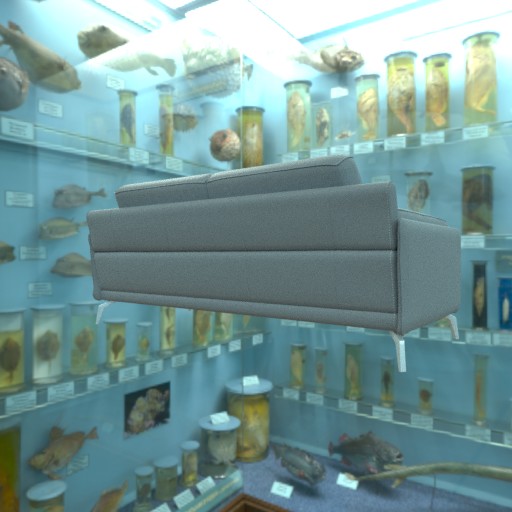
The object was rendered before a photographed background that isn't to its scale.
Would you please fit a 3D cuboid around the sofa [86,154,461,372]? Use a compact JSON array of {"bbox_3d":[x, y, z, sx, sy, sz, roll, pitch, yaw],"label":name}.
[{"bbox_3d":[0.000,0.000,2.647,2.100,0.900,0.969,0,0,36],"label":"sofa"}]
